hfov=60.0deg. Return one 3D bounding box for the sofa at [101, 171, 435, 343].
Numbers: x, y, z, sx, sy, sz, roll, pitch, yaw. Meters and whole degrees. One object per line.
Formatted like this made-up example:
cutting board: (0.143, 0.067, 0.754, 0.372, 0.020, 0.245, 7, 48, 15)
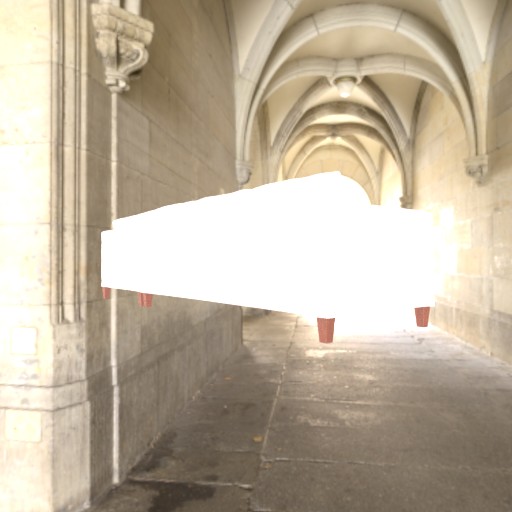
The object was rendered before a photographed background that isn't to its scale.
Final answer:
sofa: (0.000, 0.000, 3.812, 1.625, 0.861, 3.186, 0, -1, -38)
